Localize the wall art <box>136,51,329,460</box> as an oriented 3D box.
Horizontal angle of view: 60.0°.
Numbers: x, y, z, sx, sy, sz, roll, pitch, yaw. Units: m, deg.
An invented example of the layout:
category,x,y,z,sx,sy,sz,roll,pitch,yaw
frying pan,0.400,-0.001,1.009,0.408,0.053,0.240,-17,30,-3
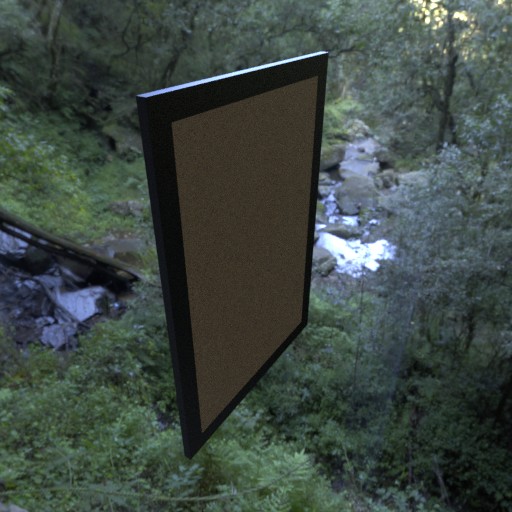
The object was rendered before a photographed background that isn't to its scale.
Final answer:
category,x,y,z,sx,sy,sz,roll,pitch,yaw
wall art,0.000,0.000,0.677,0.013,0.534,0.381,19,36,28
